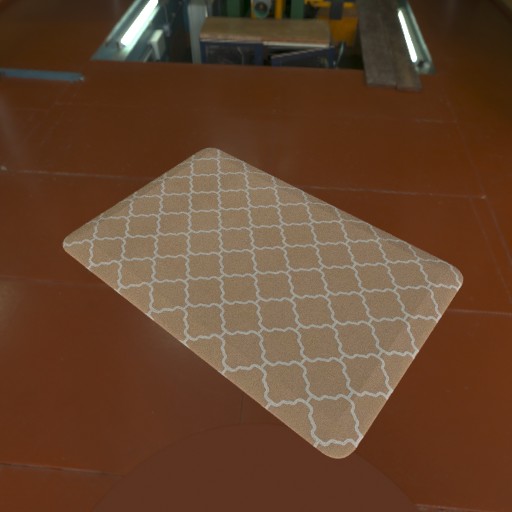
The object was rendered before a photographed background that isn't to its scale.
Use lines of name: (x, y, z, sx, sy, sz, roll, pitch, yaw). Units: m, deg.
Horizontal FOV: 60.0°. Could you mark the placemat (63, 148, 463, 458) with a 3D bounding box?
placemat: (0.000, 0.000, 0.973, 0.762, 0.021, 0.508, 31, 55, 25)
